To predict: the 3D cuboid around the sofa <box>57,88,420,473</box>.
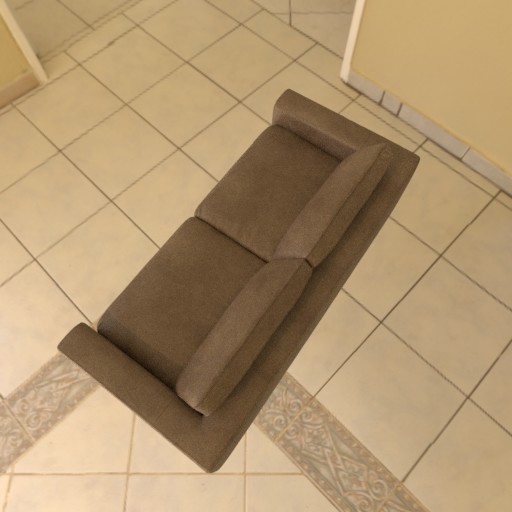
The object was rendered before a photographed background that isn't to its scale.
[{"bbox_3d":[0.000,0.000,2.757,1.070,0.801,2.262,33,70,14],"label":"sofa"}]
